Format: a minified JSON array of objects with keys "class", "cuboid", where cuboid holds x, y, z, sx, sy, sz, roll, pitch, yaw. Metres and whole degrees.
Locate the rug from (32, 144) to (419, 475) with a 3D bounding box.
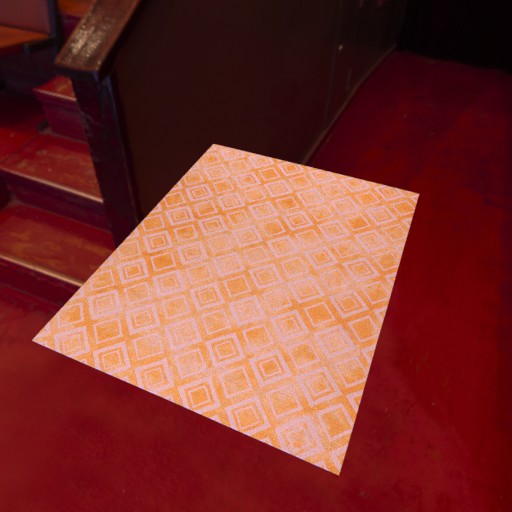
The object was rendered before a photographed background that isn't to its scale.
[{"class":"rug","cuboid":[0.000,0.000,4.029,2.433,0.011,3.037,17,48,16]}]
